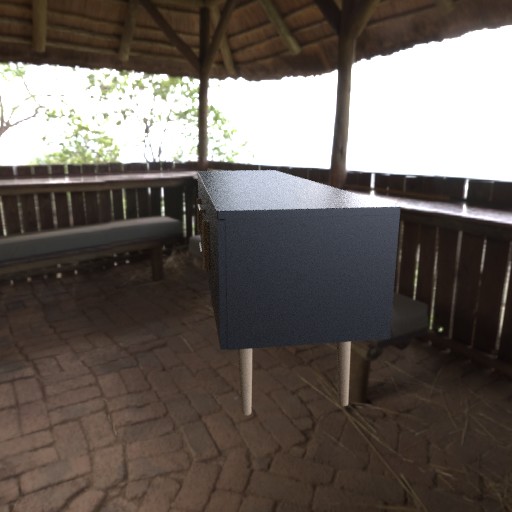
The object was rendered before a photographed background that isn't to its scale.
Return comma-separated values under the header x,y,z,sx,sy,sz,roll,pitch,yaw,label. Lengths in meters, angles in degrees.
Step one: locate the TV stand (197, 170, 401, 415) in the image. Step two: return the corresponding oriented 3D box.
x,y,z,sx,sy,sz,roll,pitch,yaw,label
0.000,0.000,1.562,0.390,0.518,1.312,-2,14,-9,TV stand
